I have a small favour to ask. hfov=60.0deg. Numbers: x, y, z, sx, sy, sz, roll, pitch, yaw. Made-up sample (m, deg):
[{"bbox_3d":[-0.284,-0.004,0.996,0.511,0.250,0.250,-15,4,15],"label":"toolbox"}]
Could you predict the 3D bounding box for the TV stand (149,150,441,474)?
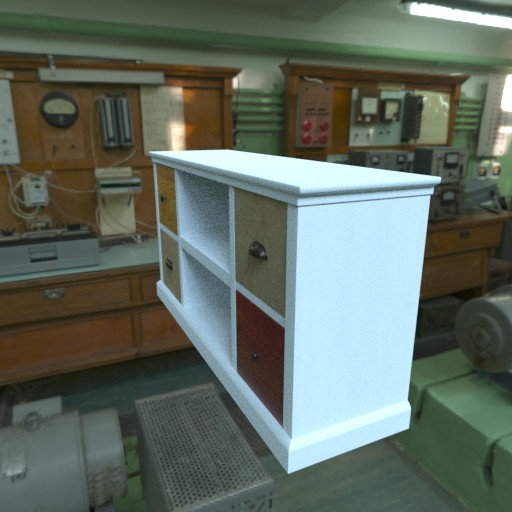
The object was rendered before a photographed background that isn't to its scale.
[{"bbox_3d":[0.000,0.000,1.471,0.424,0.624,1.187,-8,18,-25],"label":"TV stand"}]
